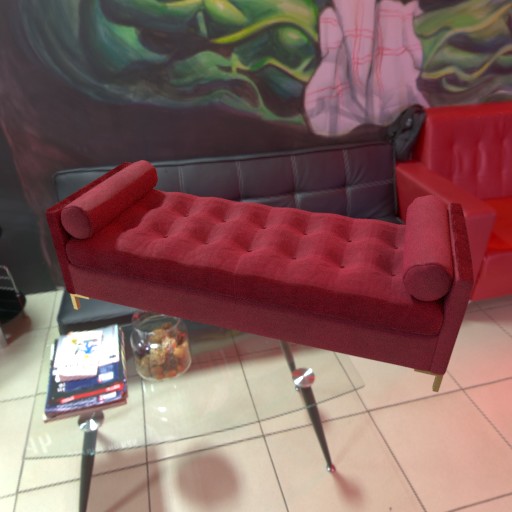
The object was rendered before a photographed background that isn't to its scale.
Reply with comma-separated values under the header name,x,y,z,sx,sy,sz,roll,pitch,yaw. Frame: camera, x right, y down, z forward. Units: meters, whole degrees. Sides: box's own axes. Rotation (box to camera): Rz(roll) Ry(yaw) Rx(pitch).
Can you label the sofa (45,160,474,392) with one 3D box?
name,x,y,z,sx,sy,sz,roll,pitch,yaw
sofa,0.000,0.000,2.492,2.102,0.705,0.796,10,33,15
